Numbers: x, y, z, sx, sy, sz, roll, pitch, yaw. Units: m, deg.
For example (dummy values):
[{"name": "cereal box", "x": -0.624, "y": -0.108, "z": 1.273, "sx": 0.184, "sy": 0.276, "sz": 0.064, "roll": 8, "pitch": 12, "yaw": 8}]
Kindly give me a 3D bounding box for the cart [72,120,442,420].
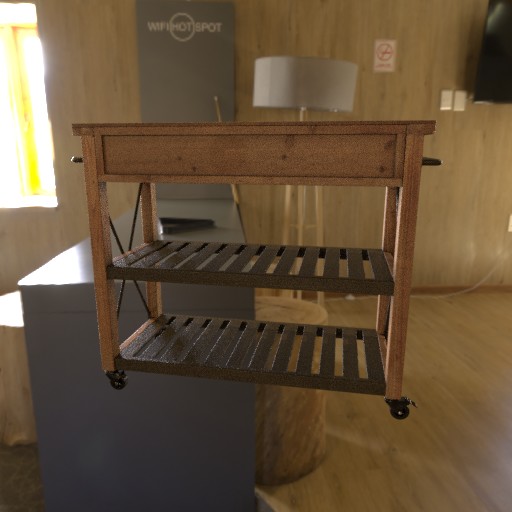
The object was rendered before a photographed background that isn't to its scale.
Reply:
[{"name": "cart", "x": 0.000, "y": 0.000, "z": 0.979, "sx": 0.686, "sy": 0.554, "sz": 0.298, "roll": 3, "pitch": 14, "yaw": 10}]
